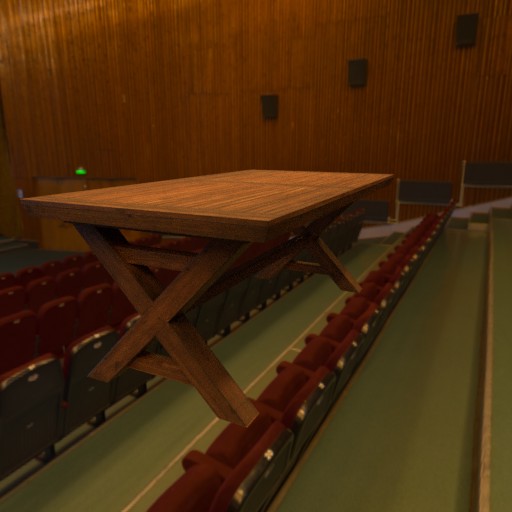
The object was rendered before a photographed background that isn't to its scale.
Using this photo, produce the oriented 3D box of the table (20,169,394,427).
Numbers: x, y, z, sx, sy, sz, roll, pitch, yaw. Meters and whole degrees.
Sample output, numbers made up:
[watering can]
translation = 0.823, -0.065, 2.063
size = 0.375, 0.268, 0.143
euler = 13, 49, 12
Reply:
[table]
translation = 0.000, 0.000, 2.444
size = 1.071, 0.793, 1.966
euler = 7, 16, 26
